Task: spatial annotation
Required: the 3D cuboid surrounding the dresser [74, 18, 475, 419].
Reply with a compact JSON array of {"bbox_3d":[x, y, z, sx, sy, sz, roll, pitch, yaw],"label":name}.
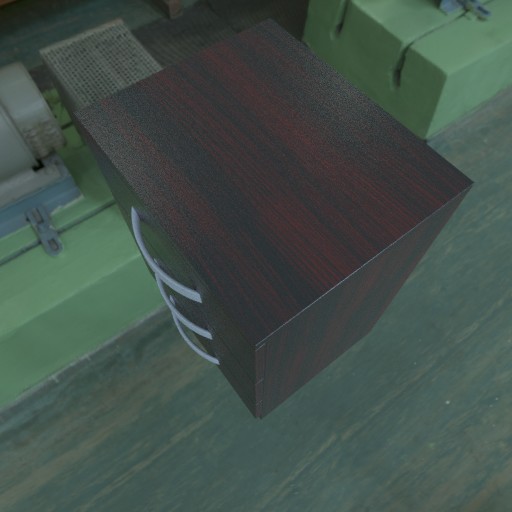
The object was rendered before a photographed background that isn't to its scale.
[{"bbox_3d":[0.000,0.000,0.805,0.360,0.560,0.400,-34,67,-17],"label":"dresser"}]
